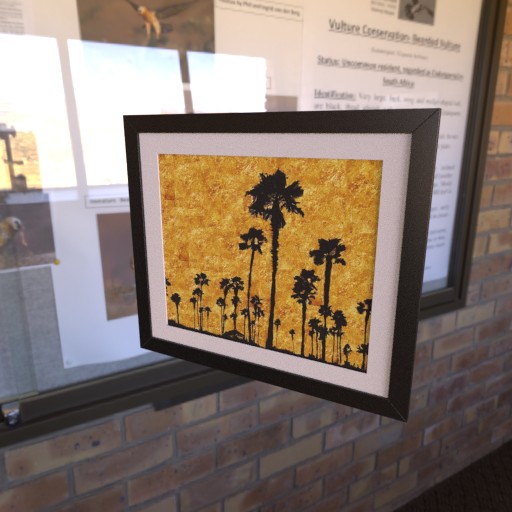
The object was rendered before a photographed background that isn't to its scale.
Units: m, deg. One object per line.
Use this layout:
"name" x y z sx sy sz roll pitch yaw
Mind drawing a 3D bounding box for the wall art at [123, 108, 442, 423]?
"wall art" 0.000 0.000 0.536 0.383 0.332 0.012 8 17 26
